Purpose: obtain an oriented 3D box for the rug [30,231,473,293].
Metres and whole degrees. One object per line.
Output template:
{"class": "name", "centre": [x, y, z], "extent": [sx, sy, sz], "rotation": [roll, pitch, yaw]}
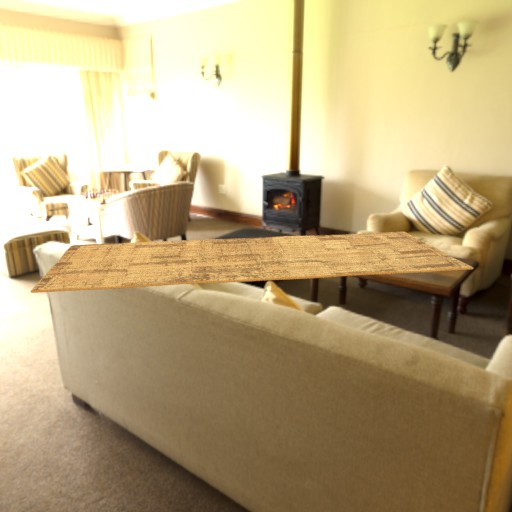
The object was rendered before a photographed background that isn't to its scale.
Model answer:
{"class": "rug", "centre": [0.000, 0.000, 2.747], "extent": [2.383, 0.018, 0.857], "rotation": [-3, 17, -8]}
